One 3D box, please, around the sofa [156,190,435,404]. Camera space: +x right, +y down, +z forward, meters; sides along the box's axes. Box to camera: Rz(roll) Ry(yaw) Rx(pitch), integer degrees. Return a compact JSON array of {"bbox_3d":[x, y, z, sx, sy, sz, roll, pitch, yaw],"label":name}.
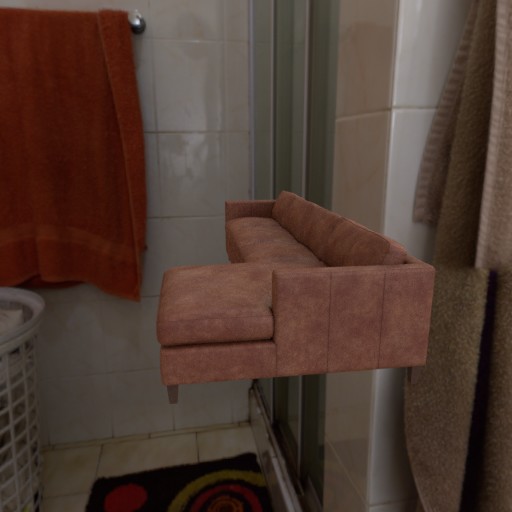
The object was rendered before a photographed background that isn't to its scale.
[{"bbox_3d":[0.000,0.000,3.990,1.581,0.883,3.203,-2,14,-8],"label":"sofa"}]
